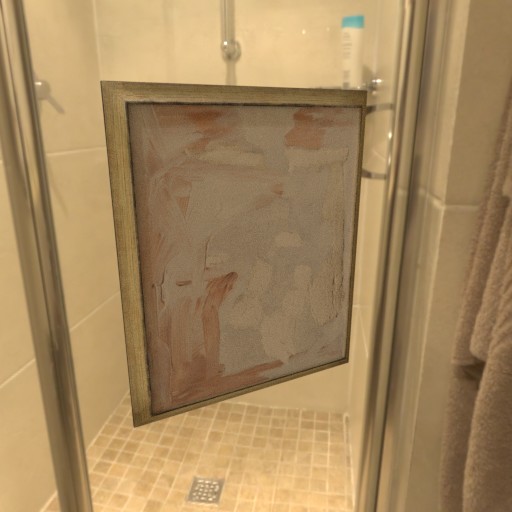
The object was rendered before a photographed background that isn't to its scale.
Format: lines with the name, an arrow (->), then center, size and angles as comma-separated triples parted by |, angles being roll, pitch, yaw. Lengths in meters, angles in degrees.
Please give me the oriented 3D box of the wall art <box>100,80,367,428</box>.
wall art -> 0.000, 0.000, 0.637 | 0.381, 0.457, 0.023 | -9, 19, -26
